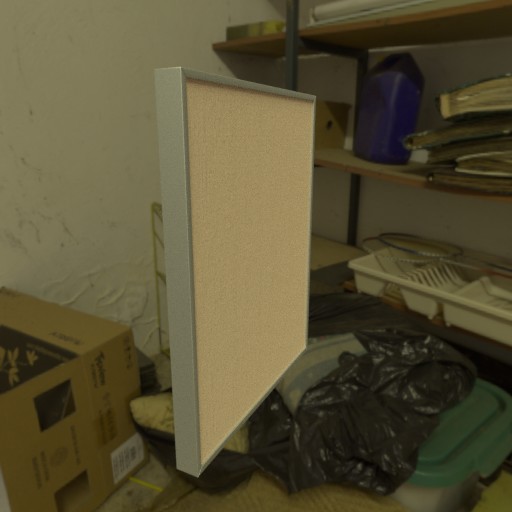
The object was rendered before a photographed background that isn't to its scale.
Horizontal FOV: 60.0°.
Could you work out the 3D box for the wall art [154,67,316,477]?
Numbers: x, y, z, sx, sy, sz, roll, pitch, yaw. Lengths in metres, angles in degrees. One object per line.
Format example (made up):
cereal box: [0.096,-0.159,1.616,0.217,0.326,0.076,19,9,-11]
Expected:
wall art: [0.000,0.000,0.769,0.039,0.553,0.445,8,17,26]
